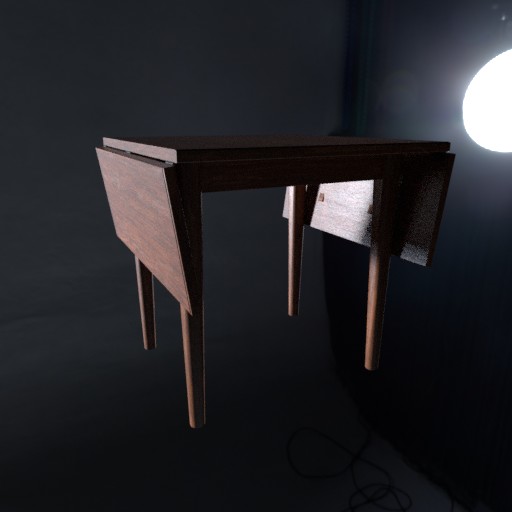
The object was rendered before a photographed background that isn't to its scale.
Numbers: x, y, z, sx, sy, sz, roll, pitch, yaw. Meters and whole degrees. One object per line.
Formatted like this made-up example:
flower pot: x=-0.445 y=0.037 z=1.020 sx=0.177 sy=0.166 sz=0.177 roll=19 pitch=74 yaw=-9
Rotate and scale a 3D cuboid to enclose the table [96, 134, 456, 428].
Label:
table: x=0.000 y=0.000 z=1.497 sx=0.843 sy=0.763 sz=0.812 roll=-9 pitch=19 yaw=-27
